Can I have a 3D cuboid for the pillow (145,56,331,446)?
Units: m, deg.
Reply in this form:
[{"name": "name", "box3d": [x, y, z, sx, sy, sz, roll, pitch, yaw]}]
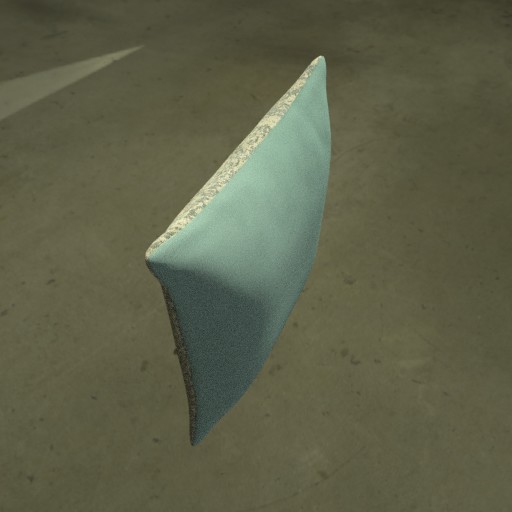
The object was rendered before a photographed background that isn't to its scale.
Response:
[{"name": "pillow", "box3d": [0.000, 0.000, 0.780, 0.166, 0.507, 0.526, 19, 50, 17]}]
